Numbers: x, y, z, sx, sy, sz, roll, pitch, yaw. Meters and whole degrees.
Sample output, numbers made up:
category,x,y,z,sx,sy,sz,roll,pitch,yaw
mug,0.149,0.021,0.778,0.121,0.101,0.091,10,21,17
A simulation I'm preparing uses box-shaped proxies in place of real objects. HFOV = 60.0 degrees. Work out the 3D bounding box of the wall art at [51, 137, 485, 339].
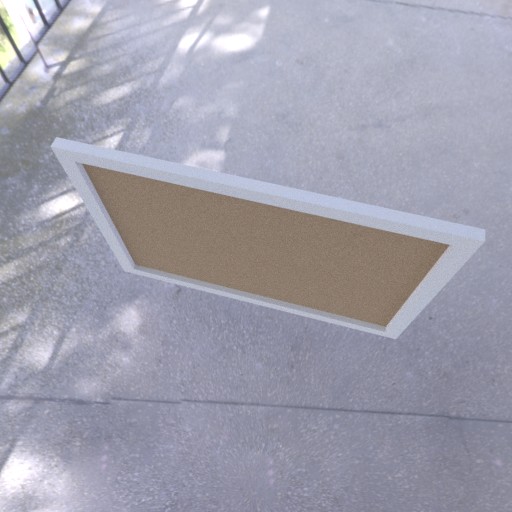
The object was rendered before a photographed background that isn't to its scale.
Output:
category,x,y,z,sx,sy,sz,roll,pitch,yaw
wall art,0.000,0.000,1.475,1.144,0.767,0.038,13,63,7
